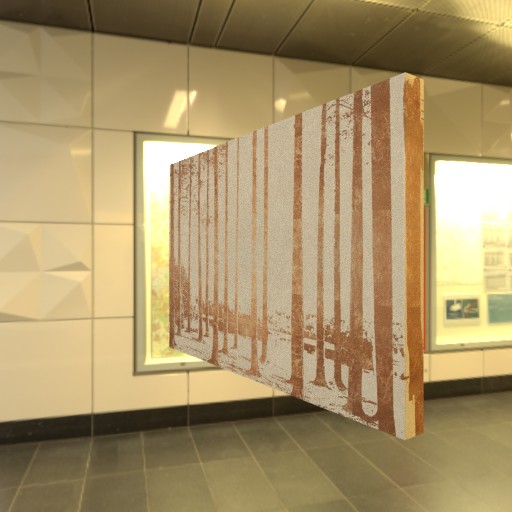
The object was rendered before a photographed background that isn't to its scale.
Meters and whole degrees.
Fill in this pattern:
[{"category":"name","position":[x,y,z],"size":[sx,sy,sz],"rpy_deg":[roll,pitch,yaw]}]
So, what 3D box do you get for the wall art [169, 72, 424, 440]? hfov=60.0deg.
[{"category":"wall art","position":[0.000,0.000,0.744],"size":[0.035,0.405,0.609],"rpy_deg":[0,0,-36]}]
